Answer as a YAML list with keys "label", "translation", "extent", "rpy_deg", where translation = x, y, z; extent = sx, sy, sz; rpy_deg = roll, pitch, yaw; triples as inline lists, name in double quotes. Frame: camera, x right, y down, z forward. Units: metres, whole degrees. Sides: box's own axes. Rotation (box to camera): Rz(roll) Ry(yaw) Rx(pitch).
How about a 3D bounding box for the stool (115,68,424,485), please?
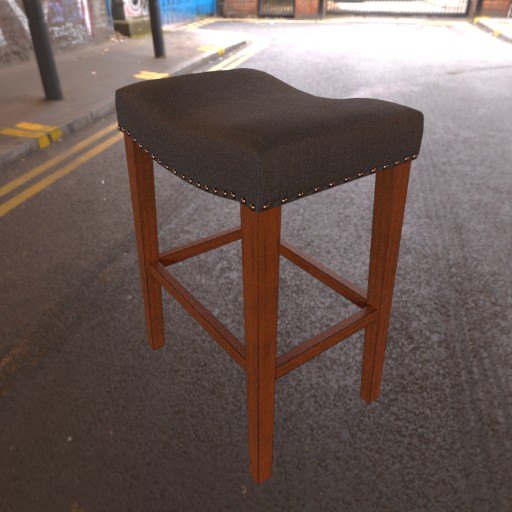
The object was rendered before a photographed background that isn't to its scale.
- label: "stool"
  translation: [0.000, 0.000, 0.843]
  extent: [0.320, 0.612, 0.439]
  rpy_deg: [-22, 38, -30]
